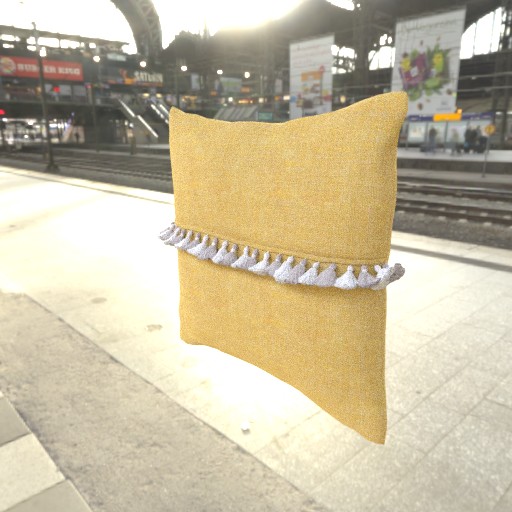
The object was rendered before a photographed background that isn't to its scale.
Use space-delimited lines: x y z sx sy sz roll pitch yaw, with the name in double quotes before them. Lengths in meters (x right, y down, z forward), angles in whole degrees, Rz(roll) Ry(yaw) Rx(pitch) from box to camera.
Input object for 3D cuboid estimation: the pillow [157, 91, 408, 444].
"pillow" 0.000 0.000 0.722 0.485 0.481 0.167 14 21 42
